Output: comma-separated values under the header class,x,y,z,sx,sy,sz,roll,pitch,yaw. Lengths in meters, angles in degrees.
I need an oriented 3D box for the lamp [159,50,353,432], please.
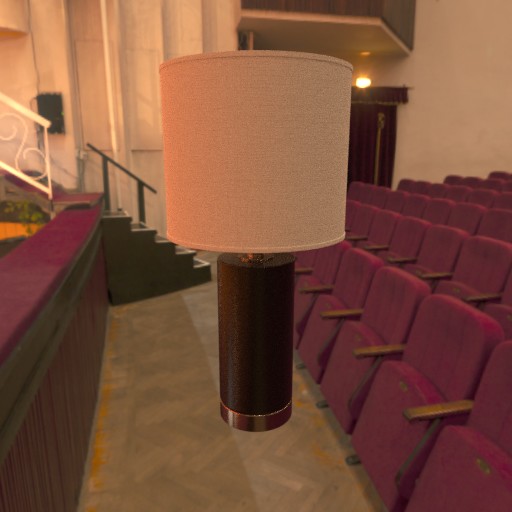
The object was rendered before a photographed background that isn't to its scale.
class,x,y,z,sx,sy,sz,roll,pitch,yaw
lamp,0.000,0.000,0.617,0.241,0.482,0.240,-2,14,-9
